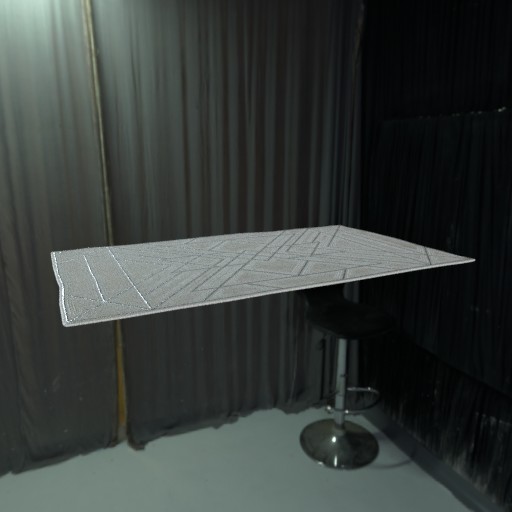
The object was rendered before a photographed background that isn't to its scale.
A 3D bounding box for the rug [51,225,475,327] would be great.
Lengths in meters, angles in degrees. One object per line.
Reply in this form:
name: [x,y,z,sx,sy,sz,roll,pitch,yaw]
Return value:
rug: [0.000,0.000,1.048,0.869,0.008,0.511,-7,15,-25]
